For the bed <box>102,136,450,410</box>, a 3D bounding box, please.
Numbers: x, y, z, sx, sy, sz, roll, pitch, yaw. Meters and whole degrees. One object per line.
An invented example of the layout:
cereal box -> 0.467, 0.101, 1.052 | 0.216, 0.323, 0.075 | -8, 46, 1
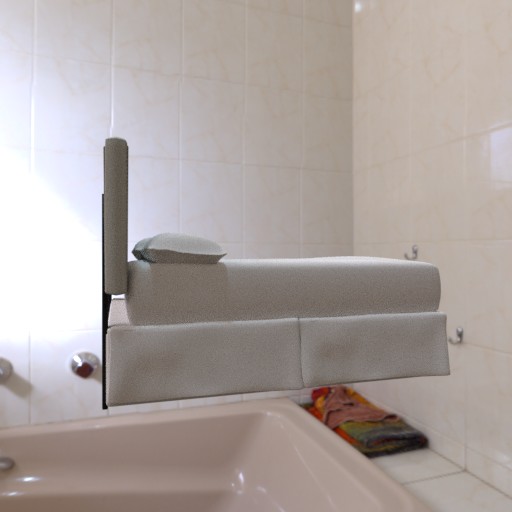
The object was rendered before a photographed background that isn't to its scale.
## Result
bed -> 0.000, 0.000, 3.395 | 2.180, 1.607, 1.813 | 0, 0, -17
